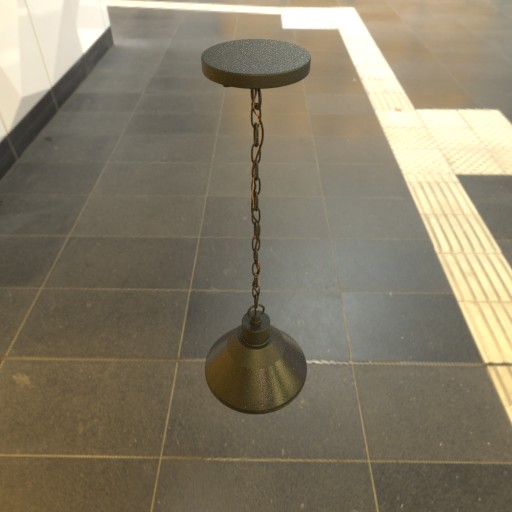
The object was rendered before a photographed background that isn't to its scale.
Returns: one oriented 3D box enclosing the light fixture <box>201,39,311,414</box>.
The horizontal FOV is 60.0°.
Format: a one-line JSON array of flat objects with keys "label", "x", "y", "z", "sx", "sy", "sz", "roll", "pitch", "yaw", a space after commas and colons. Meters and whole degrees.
[{"label": "light fixture", "x": 0.000, "y": 0.000, "z": 0.680, "sx": 0.201, "sy": 0.588, "sz": 0.201, "roll": -13, "pitch": 43, "yaw": -14}]
